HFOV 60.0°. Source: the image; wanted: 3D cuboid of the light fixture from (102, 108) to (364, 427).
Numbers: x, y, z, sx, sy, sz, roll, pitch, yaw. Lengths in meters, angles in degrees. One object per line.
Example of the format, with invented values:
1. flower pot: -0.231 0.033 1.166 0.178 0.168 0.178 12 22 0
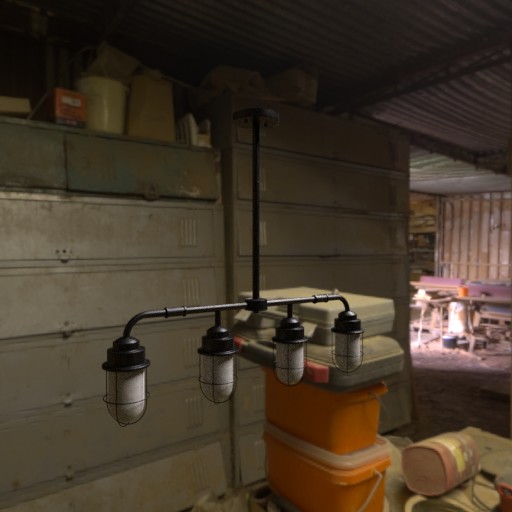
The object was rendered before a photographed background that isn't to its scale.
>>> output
1. light fixture: 0.000 0.000 1.245 0.852 0.785 0.131 -1 1 -36
